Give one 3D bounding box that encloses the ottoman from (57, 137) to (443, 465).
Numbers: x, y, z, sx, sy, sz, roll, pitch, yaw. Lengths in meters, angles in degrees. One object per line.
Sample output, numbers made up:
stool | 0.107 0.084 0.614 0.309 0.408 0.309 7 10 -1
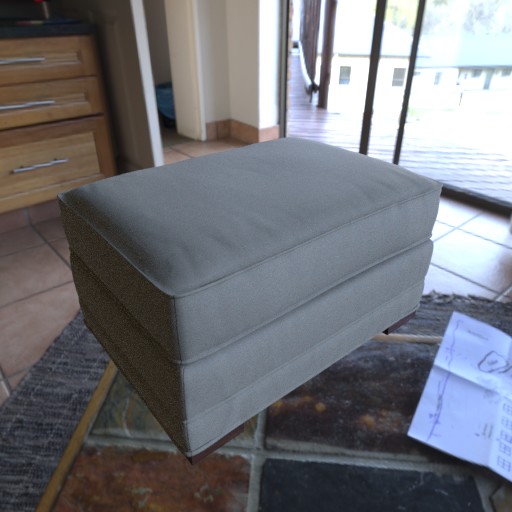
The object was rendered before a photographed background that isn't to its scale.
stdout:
ottoman | 0.000 0.000 1.221 0.848 0.482 0.611 -22 37 -33
